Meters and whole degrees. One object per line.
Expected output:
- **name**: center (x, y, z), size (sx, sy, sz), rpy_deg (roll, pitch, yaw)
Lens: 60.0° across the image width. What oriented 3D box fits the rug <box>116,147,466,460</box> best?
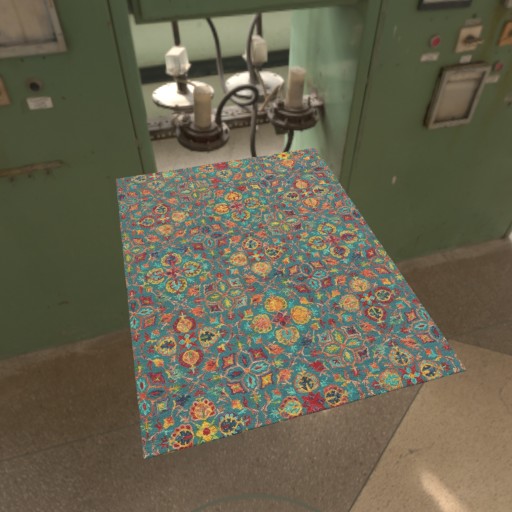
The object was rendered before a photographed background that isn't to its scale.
- **rug**: center (0.000, 0.000, 4.215), size (2.434, 0.025, 3.204), rpy_deg (-11, 47, -11)
